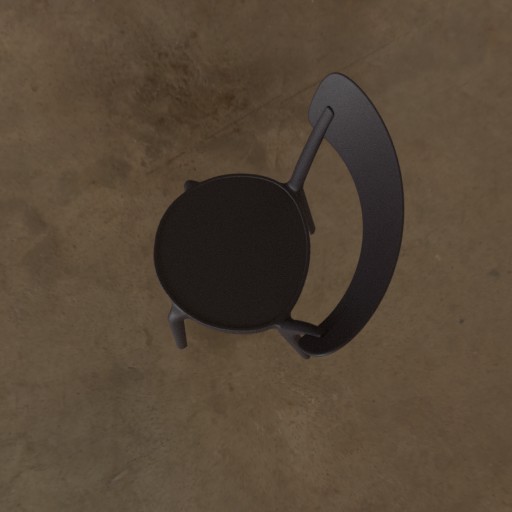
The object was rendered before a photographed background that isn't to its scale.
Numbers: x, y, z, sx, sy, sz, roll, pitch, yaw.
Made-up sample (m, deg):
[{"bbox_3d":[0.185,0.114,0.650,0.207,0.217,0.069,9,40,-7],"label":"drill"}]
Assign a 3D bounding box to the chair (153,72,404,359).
[{"bbox_3d":[0.000,0.000,1.112,0.491,0.790,0.506,4,75,1],"label":"chair"}]
